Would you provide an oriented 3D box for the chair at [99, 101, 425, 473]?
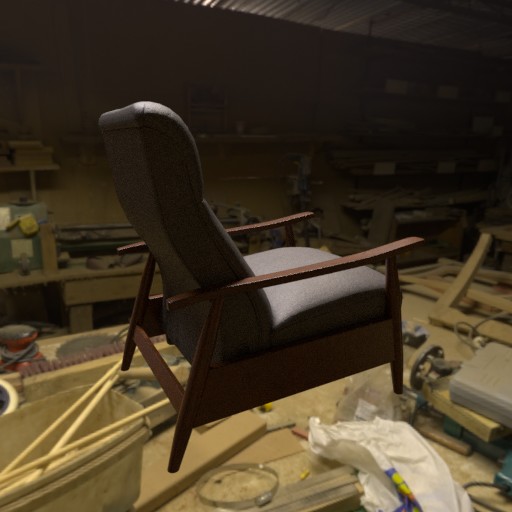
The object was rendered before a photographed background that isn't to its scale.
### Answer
[{"bbox_3d":[0.000,0.000,1.741,1.014,1.081,0.762,-7,16,-27],"label":"chair"}]
